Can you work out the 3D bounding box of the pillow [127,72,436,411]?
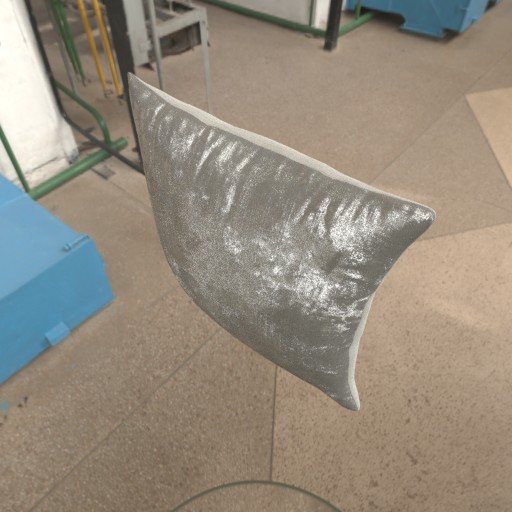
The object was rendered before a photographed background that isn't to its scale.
[{"bbox_3d":[0.000,0.000,0.703,0.470,0.464,0.175,32,55,26],"label":"pillow"}]
